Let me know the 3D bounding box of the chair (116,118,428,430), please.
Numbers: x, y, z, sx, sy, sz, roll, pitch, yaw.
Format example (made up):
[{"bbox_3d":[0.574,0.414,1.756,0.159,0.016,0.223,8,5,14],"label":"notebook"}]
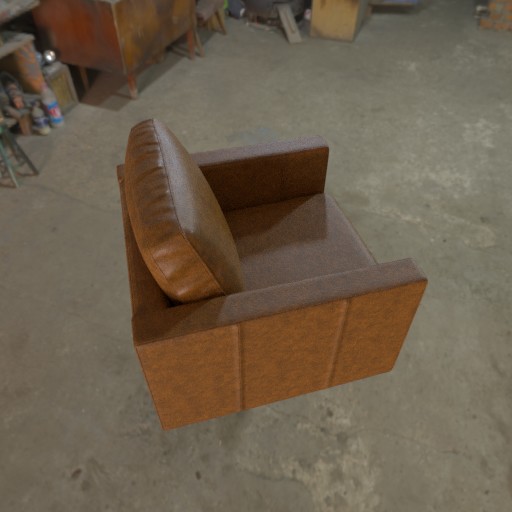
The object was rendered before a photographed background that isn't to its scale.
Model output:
[{"bbox_3d":[0.000,0.000,1.691,0.909,0.956,0.890,-11,46,-11],"label":"chair"}]
